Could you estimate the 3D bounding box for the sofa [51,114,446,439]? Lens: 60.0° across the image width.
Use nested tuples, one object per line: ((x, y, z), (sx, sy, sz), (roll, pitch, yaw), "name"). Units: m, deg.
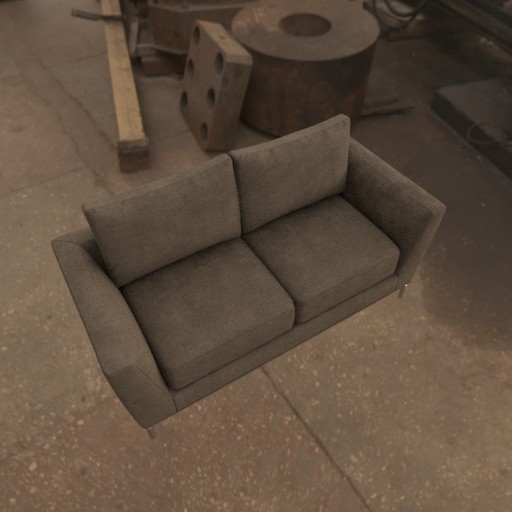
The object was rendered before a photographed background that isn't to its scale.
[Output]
((0.000, 0.000, 2.386), (1.832, 1.013, 0.855), (-24, 52, -21), "sofa")
